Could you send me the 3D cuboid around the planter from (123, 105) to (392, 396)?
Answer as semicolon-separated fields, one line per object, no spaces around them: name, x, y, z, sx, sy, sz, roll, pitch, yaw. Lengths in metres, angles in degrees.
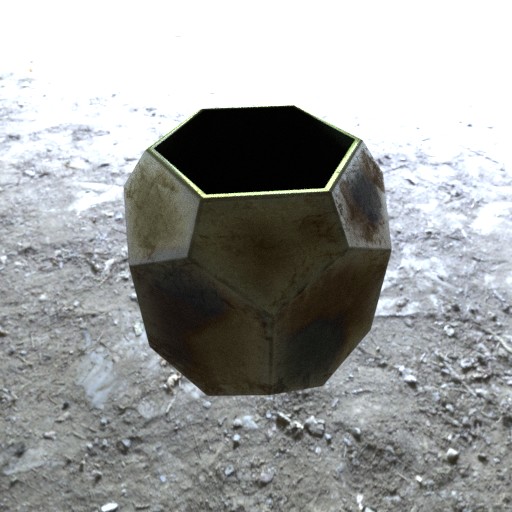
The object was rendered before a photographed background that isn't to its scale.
planter;0.000;0.000;0.432;0.243;0.238;0.221;-25;47;-26
